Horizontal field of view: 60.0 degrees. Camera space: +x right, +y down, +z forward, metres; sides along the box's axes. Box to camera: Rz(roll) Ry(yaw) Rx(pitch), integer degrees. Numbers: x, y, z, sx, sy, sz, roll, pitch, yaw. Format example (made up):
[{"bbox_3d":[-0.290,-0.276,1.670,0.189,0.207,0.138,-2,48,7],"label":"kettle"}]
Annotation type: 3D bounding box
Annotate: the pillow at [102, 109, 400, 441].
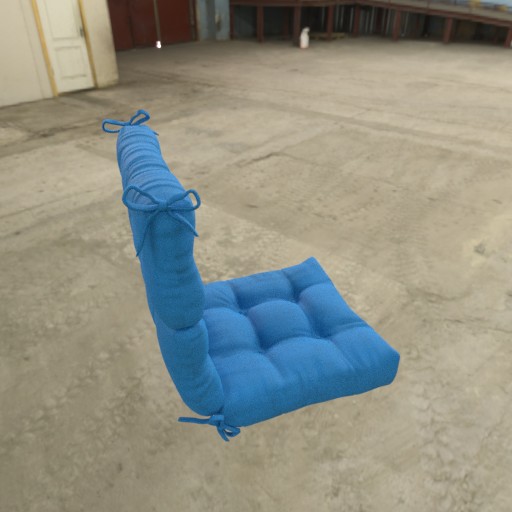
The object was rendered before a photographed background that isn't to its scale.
[{"bbox_3d":[0.000,0.000,1.031,0.571,0.605,0.519,-10,33,-17],"label":"pillow"}]
